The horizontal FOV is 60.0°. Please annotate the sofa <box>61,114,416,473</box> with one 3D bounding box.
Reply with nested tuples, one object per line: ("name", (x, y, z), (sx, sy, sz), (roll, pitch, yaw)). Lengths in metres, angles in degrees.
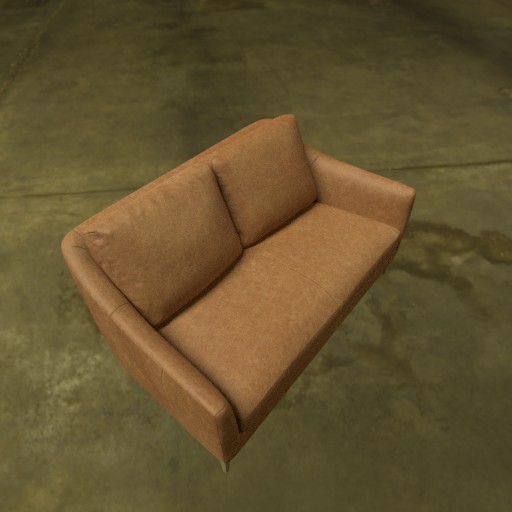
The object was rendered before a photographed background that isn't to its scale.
("sofa", (0.000, 0.000, 2.192), (0.960, 0.902, 1.619), (27, 49, 27))
